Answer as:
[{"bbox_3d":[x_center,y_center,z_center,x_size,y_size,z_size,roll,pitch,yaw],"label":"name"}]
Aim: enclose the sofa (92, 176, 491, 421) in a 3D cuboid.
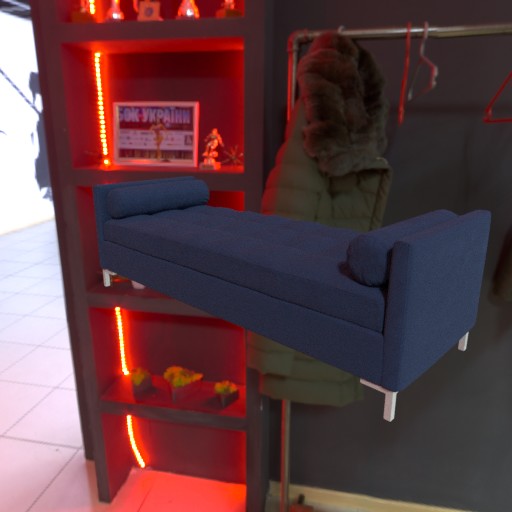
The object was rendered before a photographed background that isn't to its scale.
[{"bbox_3d":[0.000,0.000,2.408,2.102,0.657,0.797,15,22,42],"label":"sofa"}]
